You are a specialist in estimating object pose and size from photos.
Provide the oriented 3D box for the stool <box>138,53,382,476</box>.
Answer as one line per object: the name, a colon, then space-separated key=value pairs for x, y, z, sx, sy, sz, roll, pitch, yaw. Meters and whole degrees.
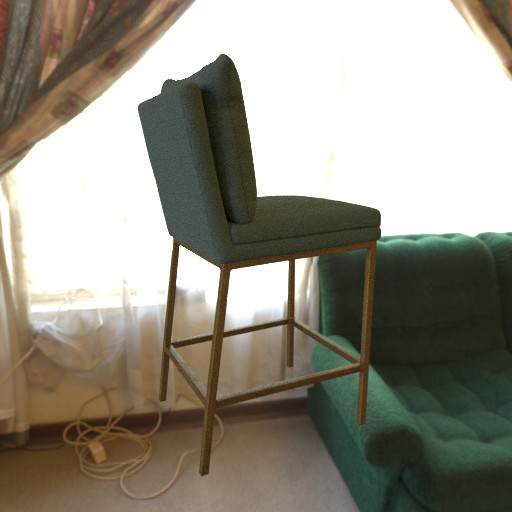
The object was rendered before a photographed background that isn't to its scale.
stool: x=0.000 y=0.000 z=1.333 sx=0.568 sy=1.032 sz=0.463 roll=-7 pitch=14 yaw=-26
